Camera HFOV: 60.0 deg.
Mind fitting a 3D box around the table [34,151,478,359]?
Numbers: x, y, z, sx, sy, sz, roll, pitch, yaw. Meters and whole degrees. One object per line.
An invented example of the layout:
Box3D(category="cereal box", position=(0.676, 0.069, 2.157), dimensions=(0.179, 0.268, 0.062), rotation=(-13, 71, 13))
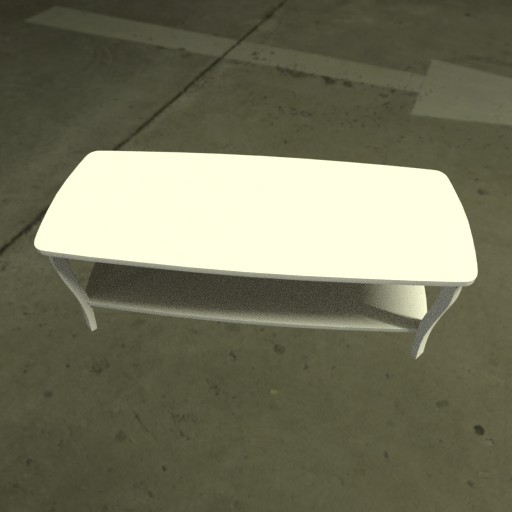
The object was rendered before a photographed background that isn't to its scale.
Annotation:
Box3D(category="table", position=(0.000, 0.000, 1.607), dimensions=(1.334, 0.474, 0.561), rotation=(4, 47, 4))
